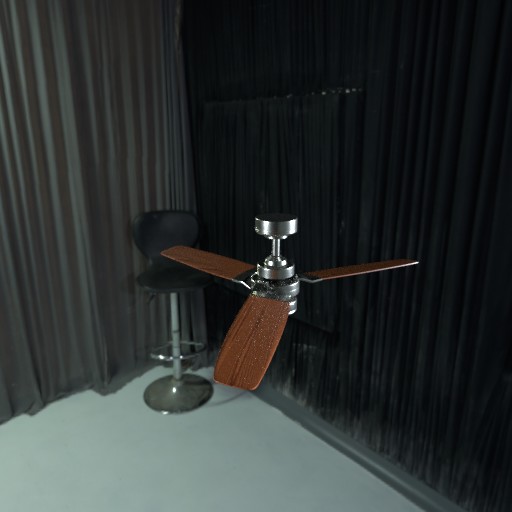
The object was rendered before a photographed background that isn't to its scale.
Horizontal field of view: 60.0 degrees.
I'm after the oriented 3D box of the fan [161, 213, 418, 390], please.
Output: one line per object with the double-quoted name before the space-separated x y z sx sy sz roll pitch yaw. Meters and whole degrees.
"fan" 0.000 0.000 1.998 1.271 0.410 1.416 16 23 43
